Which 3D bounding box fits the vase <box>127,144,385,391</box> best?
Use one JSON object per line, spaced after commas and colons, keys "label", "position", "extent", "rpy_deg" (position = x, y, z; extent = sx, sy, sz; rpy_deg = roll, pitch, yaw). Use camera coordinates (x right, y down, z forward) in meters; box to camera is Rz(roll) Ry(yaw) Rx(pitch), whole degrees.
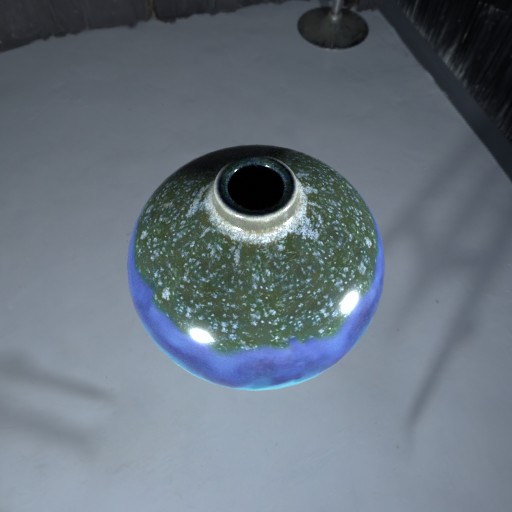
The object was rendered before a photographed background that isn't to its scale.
{"label": "vase", "position": [0.000, 0.000, 0.267], "extent": [0.154, 0.133, 0.154], "rpy_deg": [0, 59, 0]}
